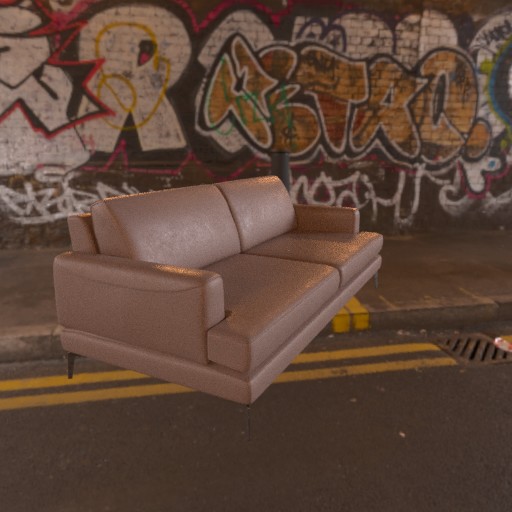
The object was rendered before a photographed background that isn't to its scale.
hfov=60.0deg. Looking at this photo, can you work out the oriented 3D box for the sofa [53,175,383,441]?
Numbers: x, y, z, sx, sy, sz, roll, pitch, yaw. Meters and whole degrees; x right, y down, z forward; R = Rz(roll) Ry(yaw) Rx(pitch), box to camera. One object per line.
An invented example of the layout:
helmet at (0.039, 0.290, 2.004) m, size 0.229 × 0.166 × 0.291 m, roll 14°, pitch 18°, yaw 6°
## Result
sofa at (0.000, 0.000, 2.422) m, size 0.974 × 0.765 × 1.940 m, roll 7°, pitch 16°, yaw 27°
